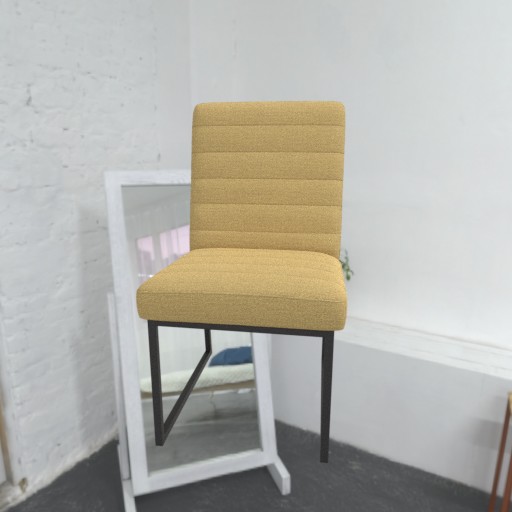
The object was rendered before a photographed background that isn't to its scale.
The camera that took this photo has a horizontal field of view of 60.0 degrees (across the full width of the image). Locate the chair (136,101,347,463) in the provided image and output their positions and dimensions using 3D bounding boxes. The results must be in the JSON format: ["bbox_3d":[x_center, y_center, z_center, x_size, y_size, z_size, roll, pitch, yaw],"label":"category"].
[{"bbox_3d":[0.000,0.000,1.341,0.520,0.930,0.634,2,14,8],"label":"chair"}]
